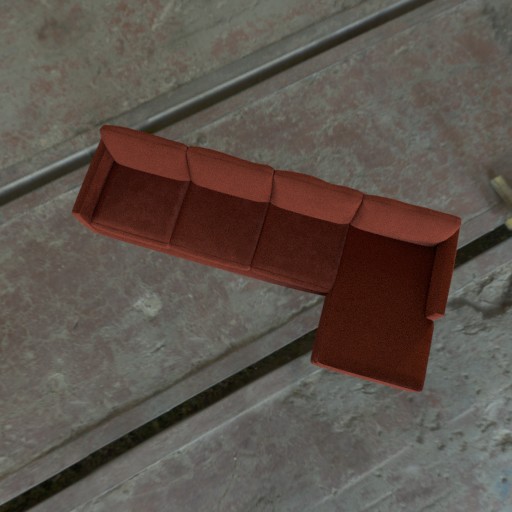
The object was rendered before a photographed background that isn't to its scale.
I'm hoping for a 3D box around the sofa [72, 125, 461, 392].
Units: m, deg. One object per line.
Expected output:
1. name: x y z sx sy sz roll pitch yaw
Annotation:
1. sofa: 0.000 0.000 3.491 2.932 0.810 1.350 16 76 4
